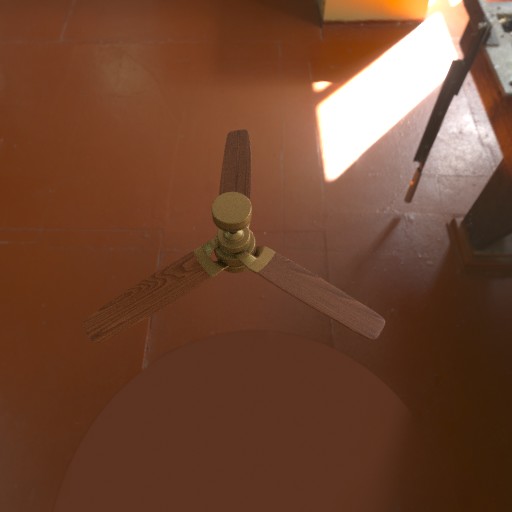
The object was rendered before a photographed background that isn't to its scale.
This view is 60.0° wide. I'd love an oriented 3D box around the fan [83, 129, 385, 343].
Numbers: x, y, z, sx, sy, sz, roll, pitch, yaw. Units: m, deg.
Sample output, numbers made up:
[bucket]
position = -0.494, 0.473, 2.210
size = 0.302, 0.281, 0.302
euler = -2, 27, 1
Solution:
[fan]
position = 0.000, 0.000, 2.024
size = 1.271, 0.425, 1.416
euler = 30, 63, 17
